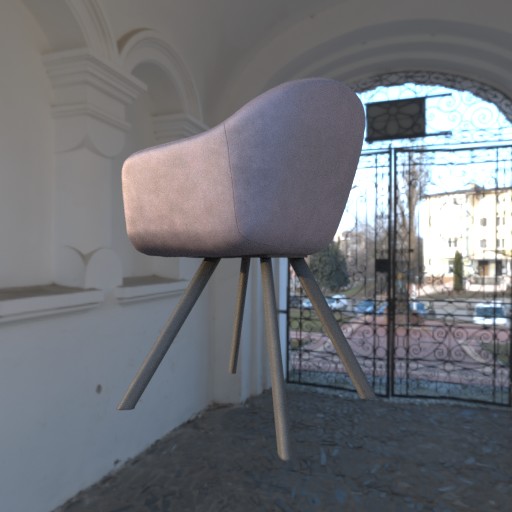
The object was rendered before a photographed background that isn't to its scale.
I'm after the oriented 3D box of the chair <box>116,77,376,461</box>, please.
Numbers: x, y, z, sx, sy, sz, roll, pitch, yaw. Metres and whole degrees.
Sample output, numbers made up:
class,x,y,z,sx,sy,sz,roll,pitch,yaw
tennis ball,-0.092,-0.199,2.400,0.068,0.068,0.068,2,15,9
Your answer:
class,x,y,z,sx,sy,sz,roll,pitch,yaw
chair,0.000,0.000,1.173,0.544,0.781,0.567,0,0,35
